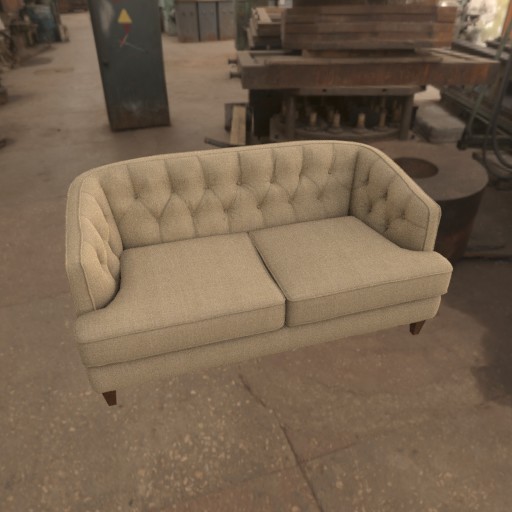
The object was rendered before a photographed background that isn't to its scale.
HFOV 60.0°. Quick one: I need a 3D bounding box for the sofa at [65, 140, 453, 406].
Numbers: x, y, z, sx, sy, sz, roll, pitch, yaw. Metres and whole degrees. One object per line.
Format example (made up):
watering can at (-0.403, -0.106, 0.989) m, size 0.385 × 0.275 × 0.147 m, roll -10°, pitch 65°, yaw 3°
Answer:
sofa at (0.000, 0.000, 2.268) m, size 1.733 × 0.855 × 0.941 m, roll -9°, pitch 33°, yaw -14°
